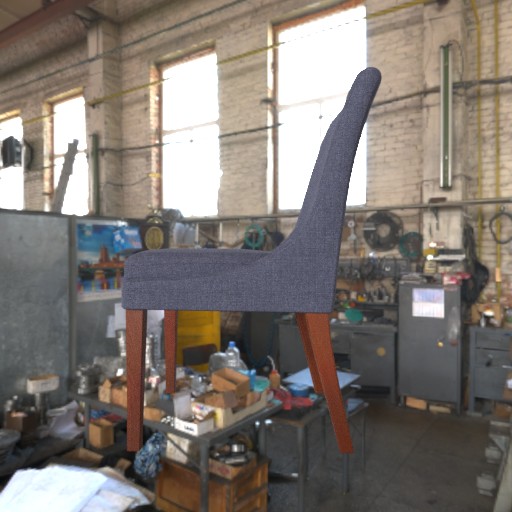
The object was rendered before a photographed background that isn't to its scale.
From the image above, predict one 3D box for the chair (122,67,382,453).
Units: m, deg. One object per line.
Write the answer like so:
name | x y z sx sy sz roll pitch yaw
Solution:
chair | 0.000 0.000 1.317 0.655 0.952 0.508 0 0 0
